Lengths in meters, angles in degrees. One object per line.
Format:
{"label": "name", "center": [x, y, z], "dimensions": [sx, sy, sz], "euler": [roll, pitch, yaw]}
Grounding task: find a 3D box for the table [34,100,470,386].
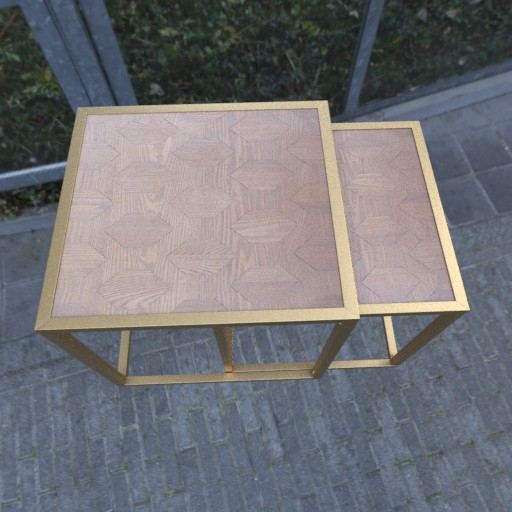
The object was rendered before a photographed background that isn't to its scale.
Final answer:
{"label": "table", "center": [0.000, 0.000, 1.083], "dimensions": [0.762, 0.505, 0.505], "euler": [-2, 63, -1]}
